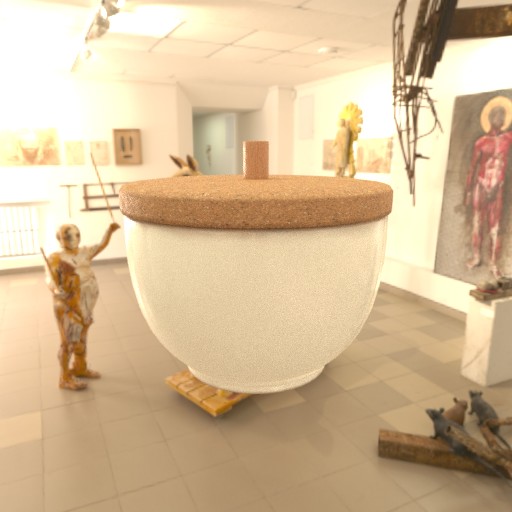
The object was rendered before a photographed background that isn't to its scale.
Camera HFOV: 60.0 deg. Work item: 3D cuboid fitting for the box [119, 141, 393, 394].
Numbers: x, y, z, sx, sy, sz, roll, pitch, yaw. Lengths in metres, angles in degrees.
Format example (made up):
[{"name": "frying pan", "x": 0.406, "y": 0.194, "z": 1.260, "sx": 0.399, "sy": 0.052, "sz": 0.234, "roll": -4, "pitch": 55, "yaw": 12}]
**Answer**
[{"name": "box", "x": 0.000, "y": 0.000, "z": 0.187, "sx": 0.107, "sy": 0.094, "sz": 0.107, "roll": 0, "pitch": 13, "yaw": 0}]
